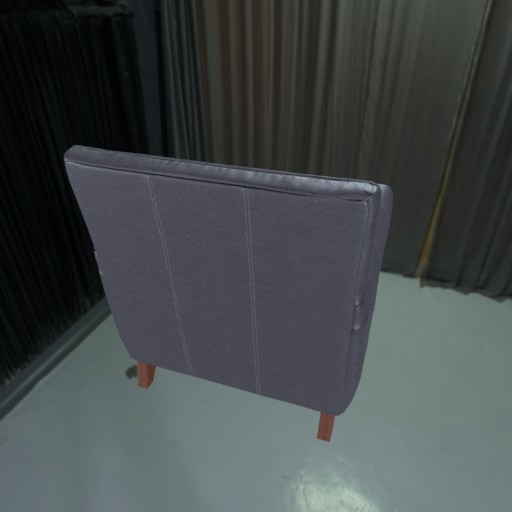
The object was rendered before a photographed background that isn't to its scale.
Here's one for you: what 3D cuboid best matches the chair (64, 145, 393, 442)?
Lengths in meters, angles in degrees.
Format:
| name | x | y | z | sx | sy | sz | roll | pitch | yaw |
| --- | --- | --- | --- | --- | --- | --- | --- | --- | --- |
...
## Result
| name | x | y | z | sx | sy | sz | roll | pitch | yaw |
| --- | --- | --- | --- | --- | --- | --- | --- | --- | --- |
| chair | 0.000 | 0.000 | 1.599 | 0.870 | 0.943 | 0.825 | 10 | 33 | 16 |
